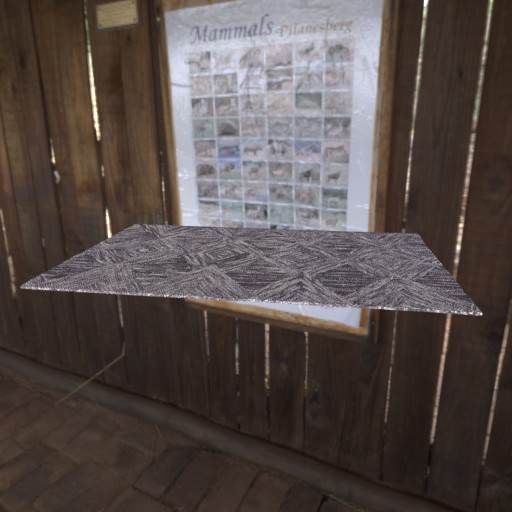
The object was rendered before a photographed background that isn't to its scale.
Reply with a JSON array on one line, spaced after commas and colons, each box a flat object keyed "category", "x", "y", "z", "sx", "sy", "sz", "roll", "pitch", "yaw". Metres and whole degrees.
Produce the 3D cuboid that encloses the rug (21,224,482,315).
[{"category": "rug", "x": 0.000, "y": 0.000, "z": 2.261, "sx": 1.814, "sy": 0.012, "sz": 1.186, "roll": 2, "pitch": 17, "yaw": 8}]
